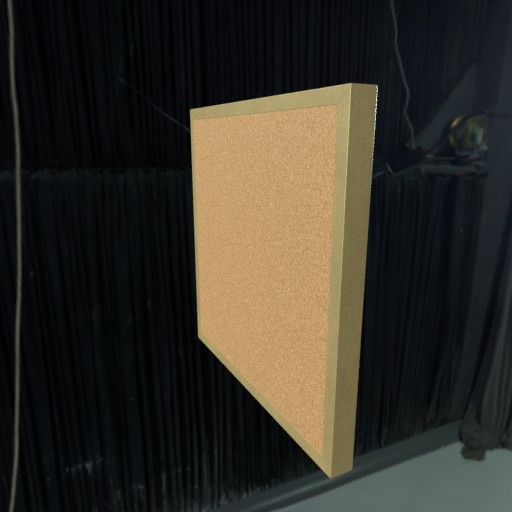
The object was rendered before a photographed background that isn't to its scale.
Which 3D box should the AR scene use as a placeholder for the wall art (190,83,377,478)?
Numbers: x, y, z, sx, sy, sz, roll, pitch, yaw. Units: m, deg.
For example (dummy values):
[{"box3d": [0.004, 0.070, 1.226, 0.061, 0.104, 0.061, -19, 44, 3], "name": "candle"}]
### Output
[{"box3d": [0.000, 0.000, 0.766, 0.038, 0.508, 0.508, -8, 17, -27], "name": "wall art"}]
